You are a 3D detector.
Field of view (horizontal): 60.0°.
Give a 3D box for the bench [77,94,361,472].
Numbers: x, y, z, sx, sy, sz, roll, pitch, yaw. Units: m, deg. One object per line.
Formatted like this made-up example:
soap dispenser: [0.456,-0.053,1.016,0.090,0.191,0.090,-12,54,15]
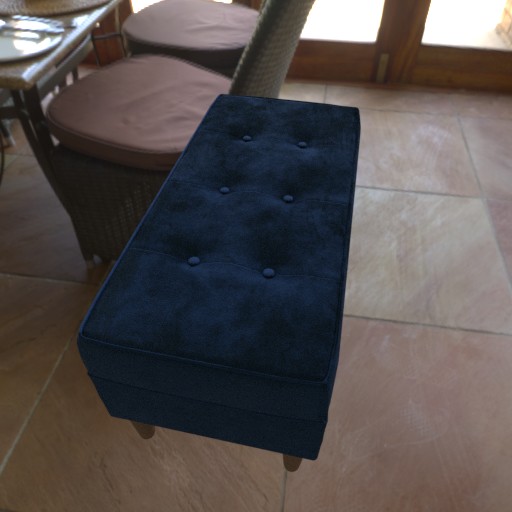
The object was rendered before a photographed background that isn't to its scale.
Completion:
bench: [0.000,0.000,1.263,0.489,0.467,1.010,9,46,8]
